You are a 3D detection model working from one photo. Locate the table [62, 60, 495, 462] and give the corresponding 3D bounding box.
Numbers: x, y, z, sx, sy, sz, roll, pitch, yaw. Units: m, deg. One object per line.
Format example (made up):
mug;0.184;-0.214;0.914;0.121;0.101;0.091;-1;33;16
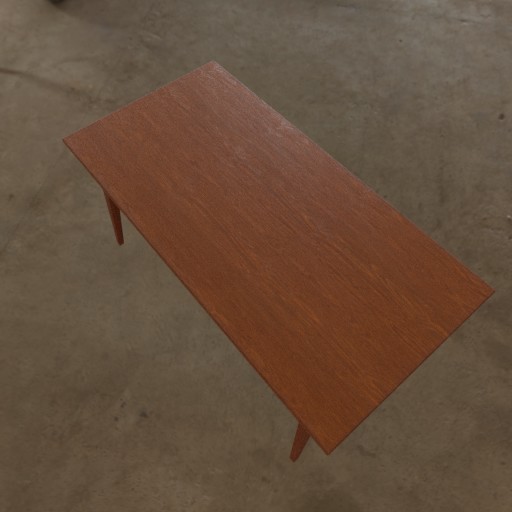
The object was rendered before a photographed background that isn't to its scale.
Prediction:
table;0.000;0.000;2.030;0.811;0.755;1.609;-36;66;-19
